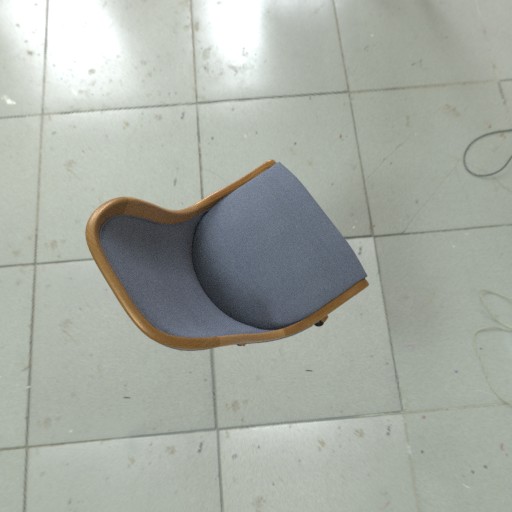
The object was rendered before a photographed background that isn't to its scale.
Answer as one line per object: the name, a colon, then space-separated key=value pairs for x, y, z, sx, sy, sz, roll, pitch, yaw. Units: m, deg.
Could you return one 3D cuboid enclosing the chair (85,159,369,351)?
chair: x=0.000 y=0.000 z=1.463 sx=0.735 sy=1.031 sz=0.605 roll=-33 pitch=77 yaw=-9
